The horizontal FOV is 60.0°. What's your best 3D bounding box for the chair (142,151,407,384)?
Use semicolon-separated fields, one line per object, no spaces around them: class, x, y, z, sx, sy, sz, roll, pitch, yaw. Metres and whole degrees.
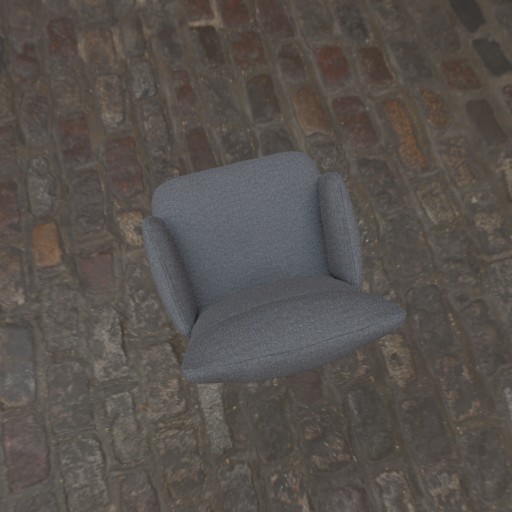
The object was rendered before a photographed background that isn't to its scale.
chair;0.000;0.000;1.550;0.702;0.984;0.831;-14;75;-4
